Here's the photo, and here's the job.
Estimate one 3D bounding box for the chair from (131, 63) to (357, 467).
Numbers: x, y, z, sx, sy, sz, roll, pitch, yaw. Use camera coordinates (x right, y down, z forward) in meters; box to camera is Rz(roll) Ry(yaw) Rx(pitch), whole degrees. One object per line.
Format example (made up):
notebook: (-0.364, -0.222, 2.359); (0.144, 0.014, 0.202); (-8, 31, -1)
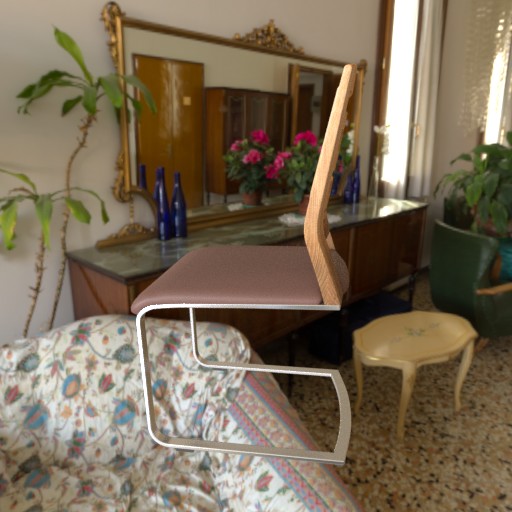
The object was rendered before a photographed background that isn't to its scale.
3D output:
chair: (0.000, 0.000, 1.242); (0.570, 0.970, 0.460); (2, 15, 8)
